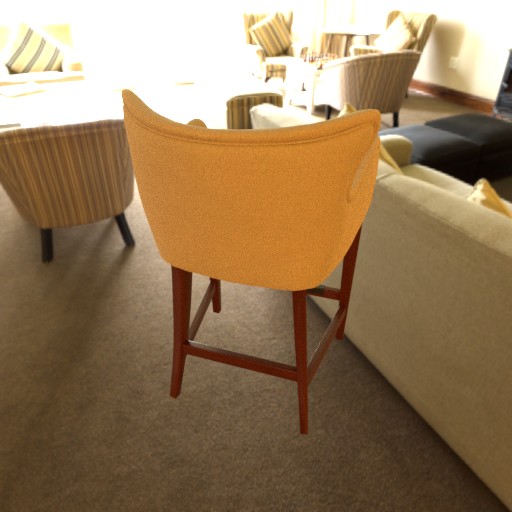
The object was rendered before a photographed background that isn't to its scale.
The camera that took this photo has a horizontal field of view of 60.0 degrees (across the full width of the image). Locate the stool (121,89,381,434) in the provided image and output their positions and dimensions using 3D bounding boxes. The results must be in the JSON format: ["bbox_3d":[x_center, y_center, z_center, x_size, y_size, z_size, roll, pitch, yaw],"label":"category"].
[{"bbox_3d":[0.000,0.000,1.303,0.601,0.951,0.570,10,34,15],"label":"stool"}]
